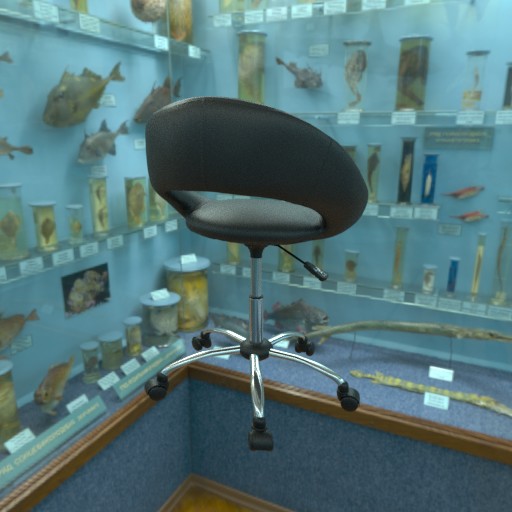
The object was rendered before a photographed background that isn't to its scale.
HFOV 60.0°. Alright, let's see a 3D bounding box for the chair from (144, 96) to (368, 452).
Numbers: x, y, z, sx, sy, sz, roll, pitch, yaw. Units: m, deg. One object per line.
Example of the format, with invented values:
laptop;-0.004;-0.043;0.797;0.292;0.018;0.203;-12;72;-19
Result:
chair;0.000;0.000;1.205;0.612;0.791;0.538;8;18;27
